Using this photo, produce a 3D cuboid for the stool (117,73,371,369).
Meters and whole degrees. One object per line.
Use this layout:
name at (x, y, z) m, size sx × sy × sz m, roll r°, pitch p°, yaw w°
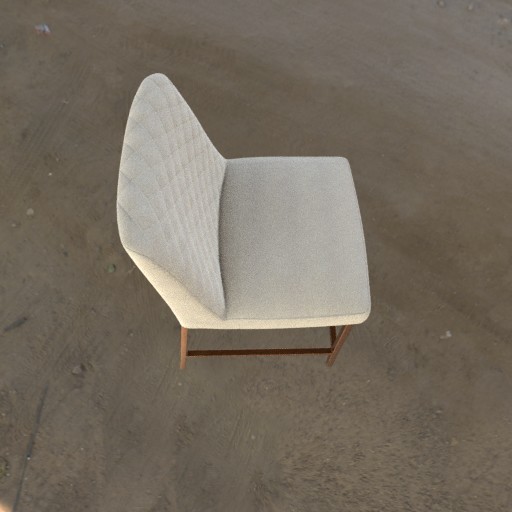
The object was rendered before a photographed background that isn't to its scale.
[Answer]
stool at (0.000, 0.000, 1.319) m, size 0.576 × 0.973 × 0.507 m, roll -1°, pitch 64°, yaw 0°
